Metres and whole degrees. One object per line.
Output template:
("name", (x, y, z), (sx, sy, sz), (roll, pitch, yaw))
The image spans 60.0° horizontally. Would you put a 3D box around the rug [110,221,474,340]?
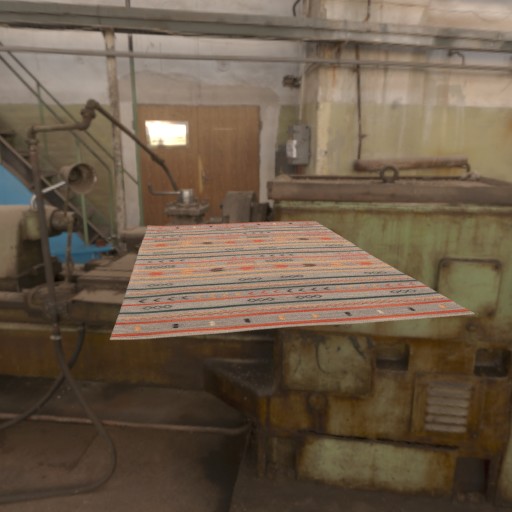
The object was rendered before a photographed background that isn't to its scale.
("rug", (0.000, 0.000, 2.308), (1.220, 0.017, 1.835), (-3, 15, -10))
